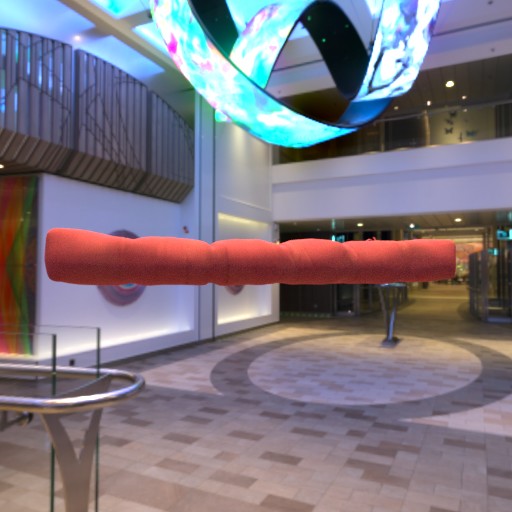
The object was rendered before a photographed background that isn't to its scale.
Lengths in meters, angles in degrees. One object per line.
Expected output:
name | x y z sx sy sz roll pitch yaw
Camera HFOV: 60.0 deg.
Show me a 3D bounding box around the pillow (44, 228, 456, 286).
pillow | 0.000 0.000 1.367 1.194 0.174 0.511 1 -2 -20
